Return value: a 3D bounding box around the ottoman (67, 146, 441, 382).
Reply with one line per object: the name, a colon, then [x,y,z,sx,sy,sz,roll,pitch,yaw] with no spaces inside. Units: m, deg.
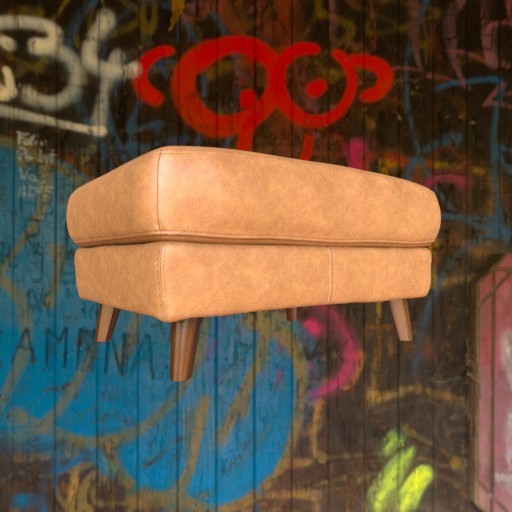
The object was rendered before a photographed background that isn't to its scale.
ottoman: [0.000,0.000,1.213,0.869,0.461,0.630,0,0,-36]
